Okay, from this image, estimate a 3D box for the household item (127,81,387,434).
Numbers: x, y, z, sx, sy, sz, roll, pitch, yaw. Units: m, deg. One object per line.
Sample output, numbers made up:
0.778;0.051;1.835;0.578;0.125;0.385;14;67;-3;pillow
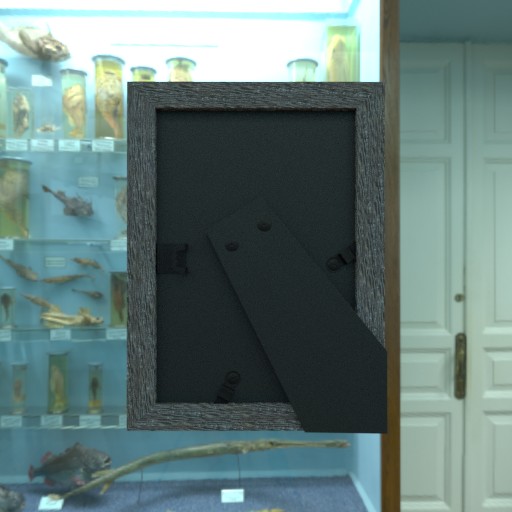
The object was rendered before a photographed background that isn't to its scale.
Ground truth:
0.000;0.000;0.234;0.133;0.180;0.020;0;0;0;household item
